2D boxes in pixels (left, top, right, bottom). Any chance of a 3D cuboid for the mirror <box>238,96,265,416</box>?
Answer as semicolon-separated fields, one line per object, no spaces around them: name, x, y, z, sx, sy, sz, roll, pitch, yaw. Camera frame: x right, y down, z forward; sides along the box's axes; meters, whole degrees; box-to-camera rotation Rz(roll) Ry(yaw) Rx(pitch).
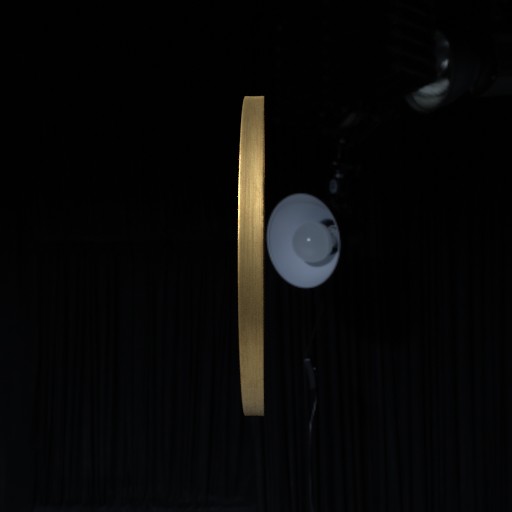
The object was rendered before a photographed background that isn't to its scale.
mirror;0.000;0.000;0.834;0.032;0.565;0.565;0;0;1
